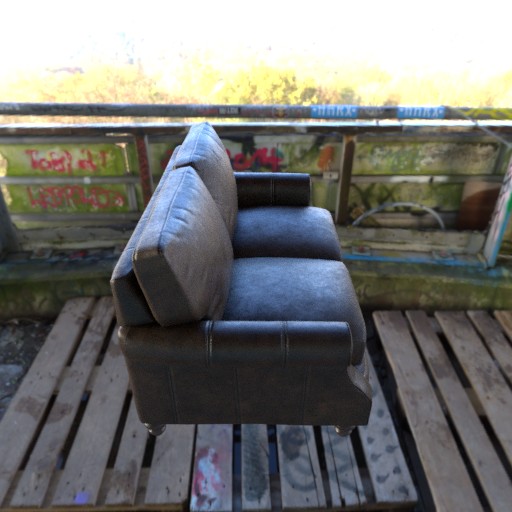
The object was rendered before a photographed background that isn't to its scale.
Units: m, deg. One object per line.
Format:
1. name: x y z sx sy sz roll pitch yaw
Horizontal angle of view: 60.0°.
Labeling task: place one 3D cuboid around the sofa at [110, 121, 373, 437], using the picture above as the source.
1. sofa: 0.000 0.000 2.236 0.990 0.976 1.616 0 32 0
